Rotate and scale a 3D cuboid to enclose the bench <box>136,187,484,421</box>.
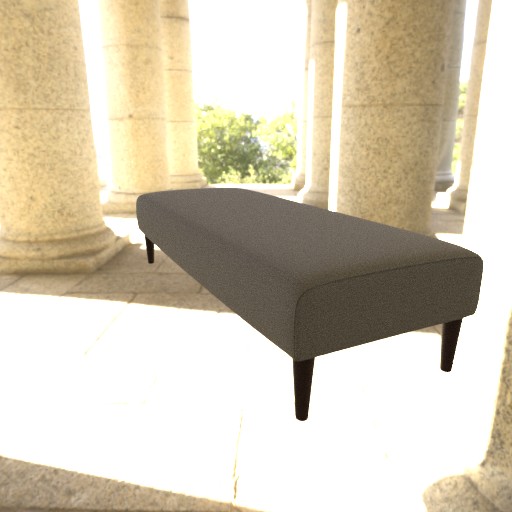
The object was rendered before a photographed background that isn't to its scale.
[{"bbox_3d":[0.000,0.000,1.812,0.646,0.393,1.609,-8,18,-26],"label":"bench"}]
